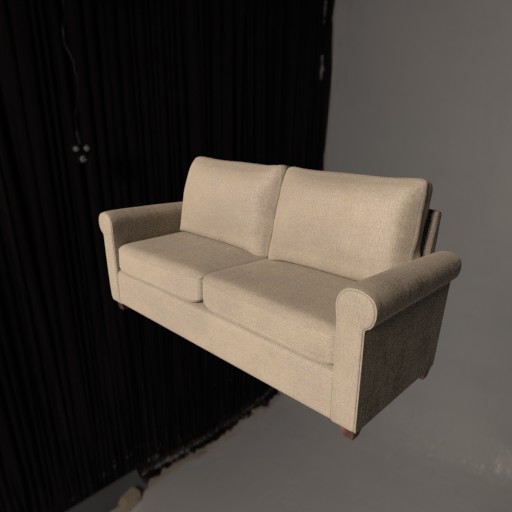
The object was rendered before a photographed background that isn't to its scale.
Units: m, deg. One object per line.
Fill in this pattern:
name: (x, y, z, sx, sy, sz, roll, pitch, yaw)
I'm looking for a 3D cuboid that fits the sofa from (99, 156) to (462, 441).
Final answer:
sofa: (0.000, 0.000, 2.426, 1.935, 0.942, 0.842, 17, 24, 42)
